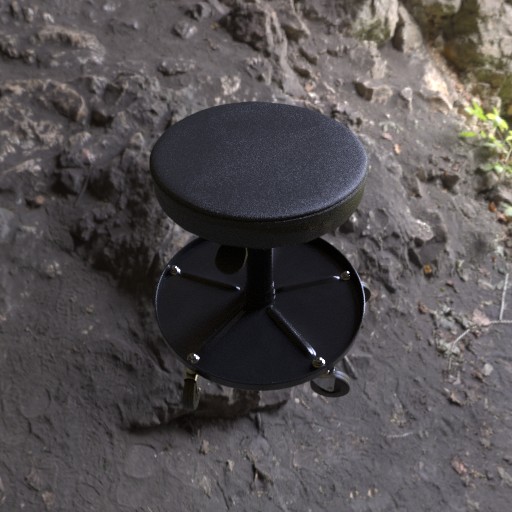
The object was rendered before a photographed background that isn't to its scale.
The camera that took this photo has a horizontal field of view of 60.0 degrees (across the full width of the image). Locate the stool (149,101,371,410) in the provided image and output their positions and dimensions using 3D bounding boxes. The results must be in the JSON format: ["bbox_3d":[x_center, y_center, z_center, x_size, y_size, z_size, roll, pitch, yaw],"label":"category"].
[{"bbox_3d":[0.000,0.000,0.674,0.381,0.365,0.382,11,46,11],"label":"stool"}]
